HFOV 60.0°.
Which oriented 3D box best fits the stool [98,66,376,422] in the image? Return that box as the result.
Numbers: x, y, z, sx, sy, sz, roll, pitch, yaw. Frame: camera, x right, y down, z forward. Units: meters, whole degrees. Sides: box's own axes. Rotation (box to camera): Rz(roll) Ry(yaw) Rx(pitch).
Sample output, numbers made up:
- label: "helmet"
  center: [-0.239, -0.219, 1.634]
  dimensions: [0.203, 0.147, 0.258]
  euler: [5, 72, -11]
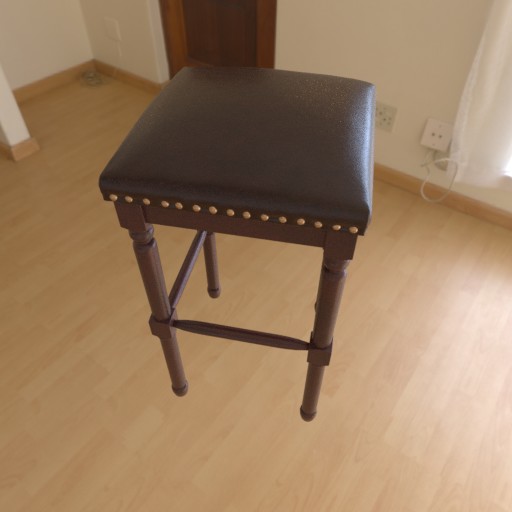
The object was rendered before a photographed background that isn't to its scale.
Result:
- label: "stool"
  center: [0.000, 0.000, 0.933]
  dimensions: [0.382, 0.702, 0.383]
  euler: [8, 46, 8]
